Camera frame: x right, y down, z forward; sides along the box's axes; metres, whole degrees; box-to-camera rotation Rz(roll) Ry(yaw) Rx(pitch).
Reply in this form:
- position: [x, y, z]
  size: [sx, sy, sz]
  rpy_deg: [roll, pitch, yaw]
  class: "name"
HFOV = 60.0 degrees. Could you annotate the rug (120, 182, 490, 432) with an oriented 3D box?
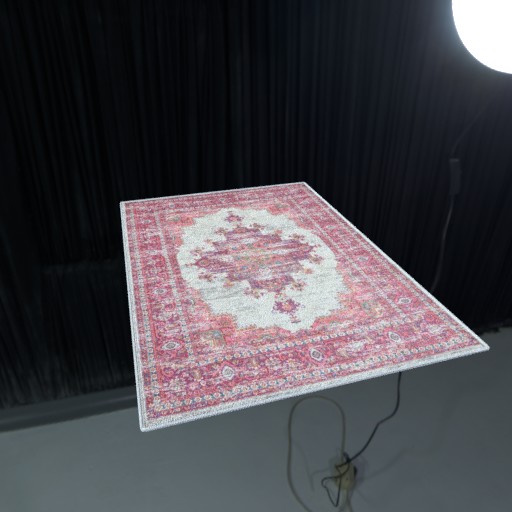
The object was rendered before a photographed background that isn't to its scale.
- position: [0.000, 0.000, 2.148]
  size: [1.217, 0.011, 1.747]
  rpy_deg: [-9, 31, -14]
  class: "rug"
